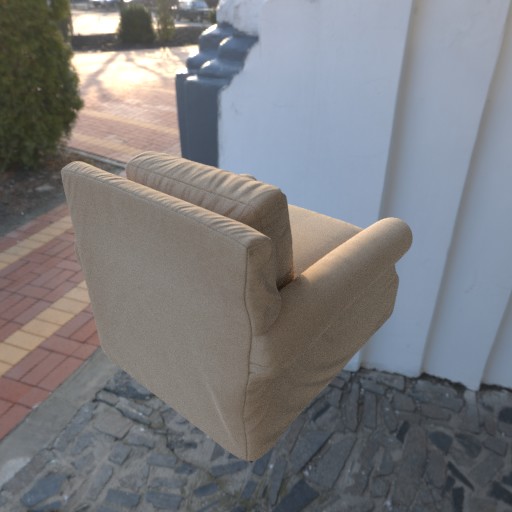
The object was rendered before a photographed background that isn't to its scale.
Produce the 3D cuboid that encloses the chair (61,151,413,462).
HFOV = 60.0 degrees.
[{"bbox_3d":[0.000,0.000,1.737,0.940,0.866,1.066,23,38,33],"label":"chair"}]
